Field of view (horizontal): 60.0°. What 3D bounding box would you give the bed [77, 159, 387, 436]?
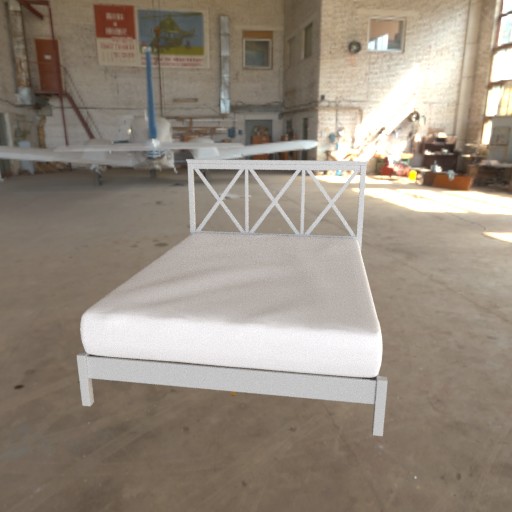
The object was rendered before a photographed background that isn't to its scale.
[{"bbox_3d":[0.000,0.000,3.226,1.673,1.253,2.135,2,16,9],"label":"bed"}]
